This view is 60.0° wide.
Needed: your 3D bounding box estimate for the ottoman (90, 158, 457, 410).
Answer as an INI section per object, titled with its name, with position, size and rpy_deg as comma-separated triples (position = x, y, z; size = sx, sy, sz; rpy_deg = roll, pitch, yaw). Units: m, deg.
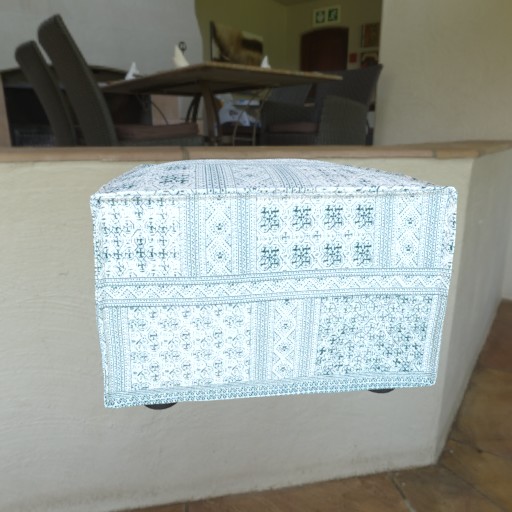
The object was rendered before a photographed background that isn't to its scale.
[ottoman]
position = 0.000, 0.000, 1.043
size = 0.626, 0.439, 0.617
rpy_deg = -2, 16, -7
